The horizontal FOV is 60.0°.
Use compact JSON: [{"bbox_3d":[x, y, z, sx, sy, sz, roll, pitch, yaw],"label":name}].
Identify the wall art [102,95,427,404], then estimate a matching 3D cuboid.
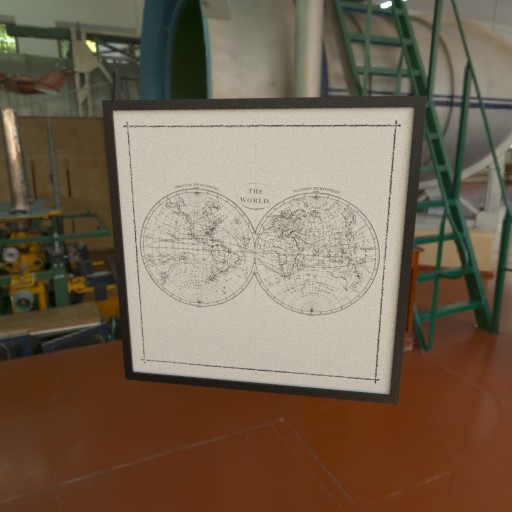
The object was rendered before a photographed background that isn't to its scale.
[{"bbox_3d":[0.000,0.000,1.155,0.773,0.775,0.031,2,15,9],"label":"wall art"}]
